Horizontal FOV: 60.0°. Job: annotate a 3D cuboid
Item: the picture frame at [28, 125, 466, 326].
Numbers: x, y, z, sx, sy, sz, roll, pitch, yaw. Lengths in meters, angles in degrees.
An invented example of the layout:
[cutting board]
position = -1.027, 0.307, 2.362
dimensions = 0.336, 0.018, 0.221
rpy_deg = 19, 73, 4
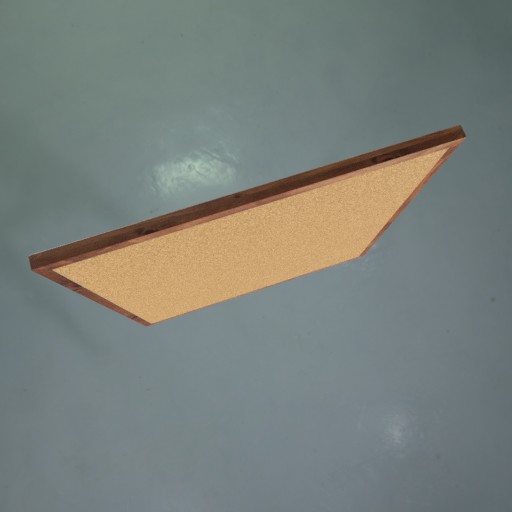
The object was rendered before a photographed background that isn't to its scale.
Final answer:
[picture frame]
position = 0.000, 0.000, 1.178
dimensions = 0.810, 0.817, 0.029
rpy_deg = -18, 75, -5
